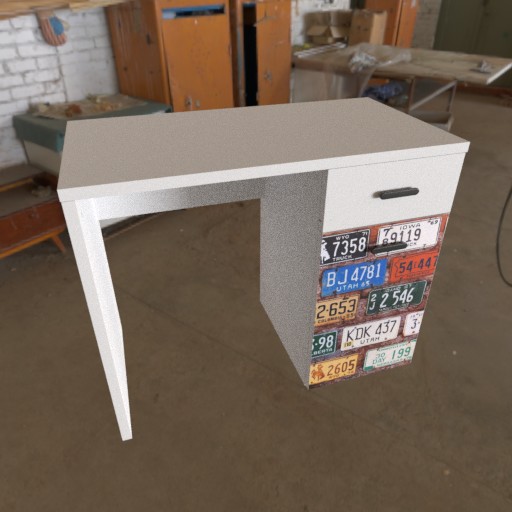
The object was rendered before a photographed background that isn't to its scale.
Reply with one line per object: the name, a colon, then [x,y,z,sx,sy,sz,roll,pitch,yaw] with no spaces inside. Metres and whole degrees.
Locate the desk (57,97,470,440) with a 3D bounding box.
desk: [0.000,0.000,1.292,0.898,0.730,0.482,-10,34,-15]
